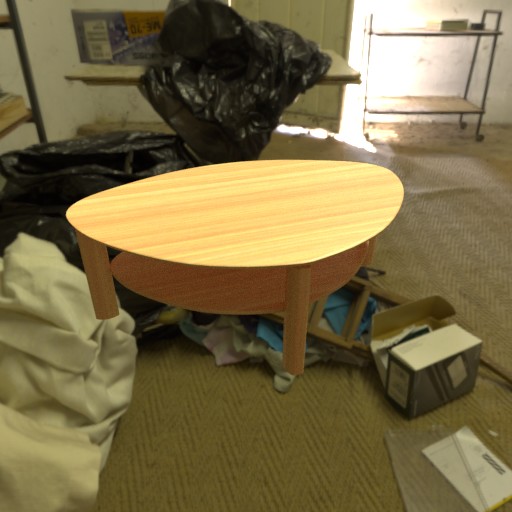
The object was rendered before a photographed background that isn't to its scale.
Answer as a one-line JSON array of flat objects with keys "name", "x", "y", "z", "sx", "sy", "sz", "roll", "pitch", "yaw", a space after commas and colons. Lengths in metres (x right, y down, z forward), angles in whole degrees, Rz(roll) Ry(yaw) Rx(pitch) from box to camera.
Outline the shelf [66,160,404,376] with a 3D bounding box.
[{"name": "shelf", "x": 0.000, "y": 0.000, "z": 1.657, "sx": 1.246, "sy": 0.440, "sz": 0.845, "roll": -10, "pitch": 33, "yaw": -17}]
